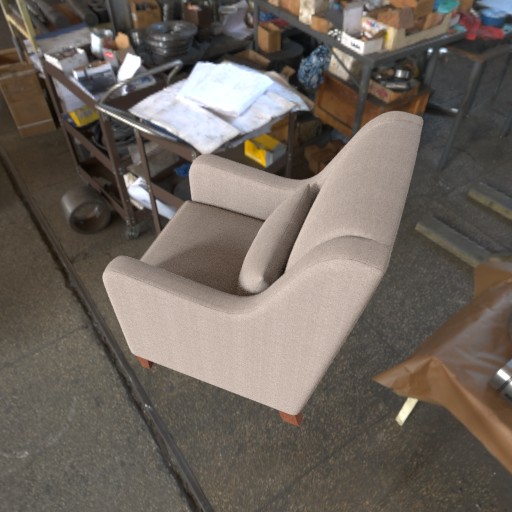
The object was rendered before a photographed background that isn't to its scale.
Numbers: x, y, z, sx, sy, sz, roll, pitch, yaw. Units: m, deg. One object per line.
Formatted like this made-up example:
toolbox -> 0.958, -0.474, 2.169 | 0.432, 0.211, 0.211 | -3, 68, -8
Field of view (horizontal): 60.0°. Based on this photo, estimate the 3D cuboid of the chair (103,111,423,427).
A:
chair -> 0.000, 0.000, 1.644 | 0.890, 1.017, 0.715 | 16, 49, 14
